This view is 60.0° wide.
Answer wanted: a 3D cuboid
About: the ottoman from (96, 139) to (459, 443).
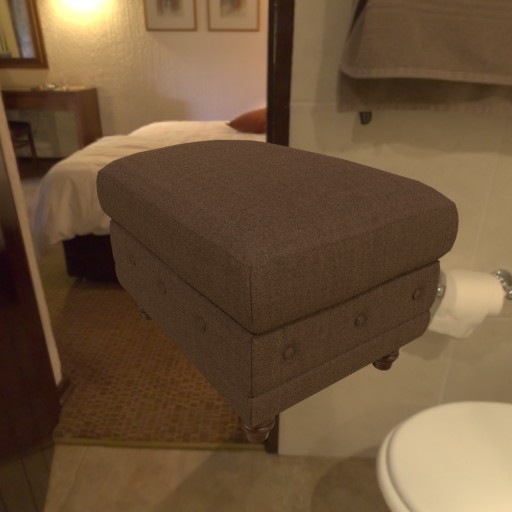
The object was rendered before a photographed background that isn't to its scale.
[{"bbox_3d":[0.000,0.000,1.213,0.599,0.555,0.809,-17,29,-32],"label":"ottoman"}]
